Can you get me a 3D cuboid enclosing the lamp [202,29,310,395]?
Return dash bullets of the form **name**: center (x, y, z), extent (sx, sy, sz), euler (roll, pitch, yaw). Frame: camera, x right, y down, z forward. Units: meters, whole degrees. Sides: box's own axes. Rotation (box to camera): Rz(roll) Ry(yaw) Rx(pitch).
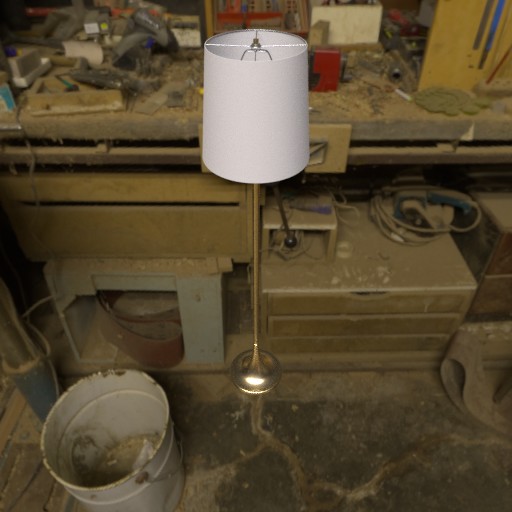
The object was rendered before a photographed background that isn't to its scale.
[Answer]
- **lamp**: center (0.000, 0.000, 1.690), extent (0.337, 1.543, 0.337), euler (0, 42, 0)
